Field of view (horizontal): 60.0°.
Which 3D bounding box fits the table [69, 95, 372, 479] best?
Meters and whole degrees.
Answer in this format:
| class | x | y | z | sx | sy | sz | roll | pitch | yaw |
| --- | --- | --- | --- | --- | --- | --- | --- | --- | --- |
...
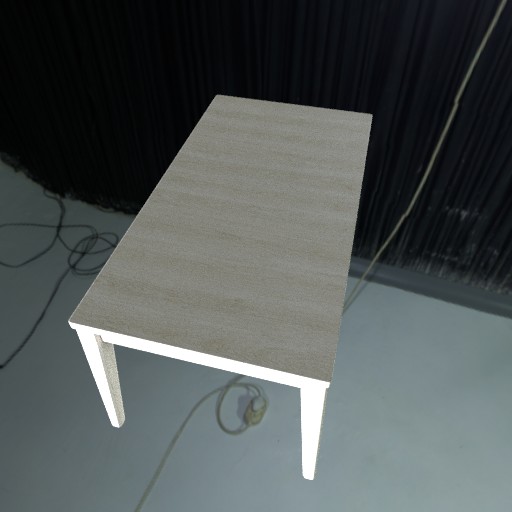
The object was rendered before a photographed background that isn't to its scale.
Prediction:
| class | x | y | z | sx | sy | sz | roll | pitch | yaw |
| --- | --- | --- | --- | --- | --- | --- | --- | --- | --- |
| table | 0.000 | 0.000 | 2.119 | 0.900 | 0.760 | 1.600 | 11 | 48 | 10 |
